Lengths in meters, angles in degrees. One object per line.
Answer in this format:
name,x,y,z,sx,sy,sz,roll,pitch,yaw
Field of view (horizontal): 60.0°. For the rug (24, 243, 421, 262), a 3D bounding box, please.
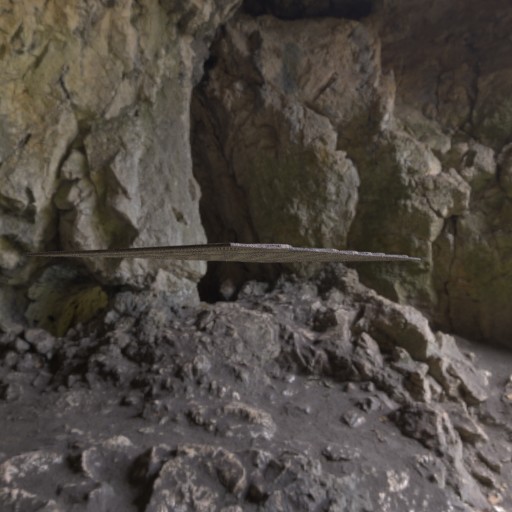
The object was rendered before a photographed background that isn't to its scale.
rug,0.000,0.000,2.975,1.513,0.033,2.333,-1,-3,36
